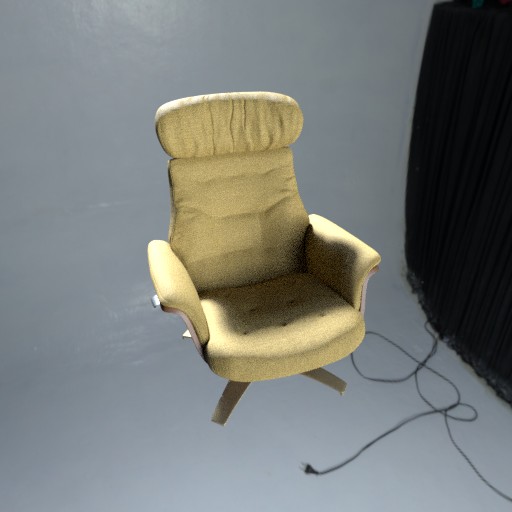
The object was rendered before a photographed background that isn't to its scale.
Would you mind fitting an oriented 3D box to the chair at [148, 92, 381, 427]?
[{"bbox_3d":[0.000,0.000,1.609,0.785,0.995,0.837,-10,33,-15],"label":"chair"}]
